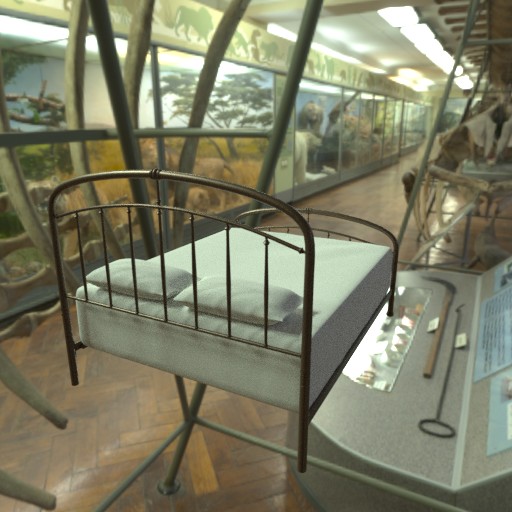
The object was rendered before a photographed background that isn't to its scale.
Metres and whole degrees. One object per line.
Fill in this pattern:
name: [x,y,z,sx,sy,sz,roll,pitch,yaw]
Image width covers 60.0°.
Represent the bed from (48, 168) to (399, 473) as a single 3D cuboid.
bed: [0.000,0.000,3.303,1.711,1.475,2.168,9,19,27]
